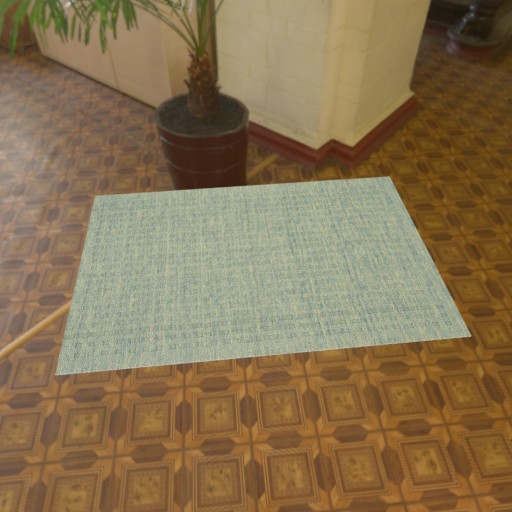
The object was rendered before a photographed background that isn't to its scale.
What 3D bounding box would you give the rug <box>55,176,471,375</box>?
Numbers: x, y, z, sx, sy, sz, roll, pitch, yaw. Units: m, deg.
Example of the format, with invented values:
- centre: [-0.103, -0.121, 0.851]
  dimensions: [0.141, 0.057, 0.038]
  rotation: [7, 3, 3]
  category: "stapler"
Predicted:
- centre: [0.000, 0.000, 2.244]
  dimensions: [1.752, 0.006, 1.142]
  rotation: [-4, 47, -4]
  category: "rug"
